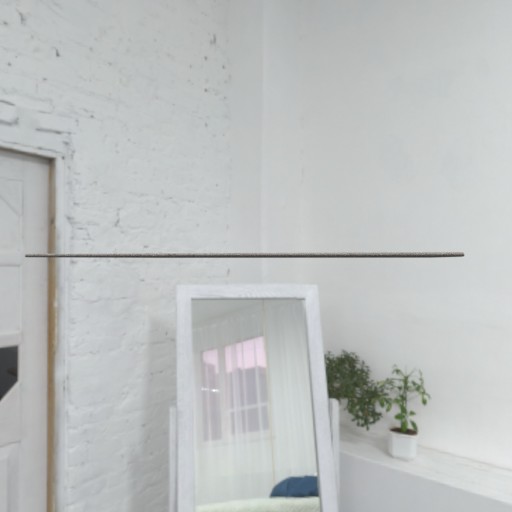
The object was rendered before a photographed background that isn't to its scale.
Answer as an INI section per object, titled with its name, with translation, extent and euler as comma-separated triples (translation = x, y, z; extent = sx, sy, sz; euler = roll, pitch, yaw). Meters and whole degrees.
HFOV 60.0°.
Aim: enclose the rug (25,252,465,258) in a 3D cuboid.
[rug]
translation = 0.000, 0.000, 2.327
extent = 1.829, 0.016, 1.219
euler = 0, 0, 17
